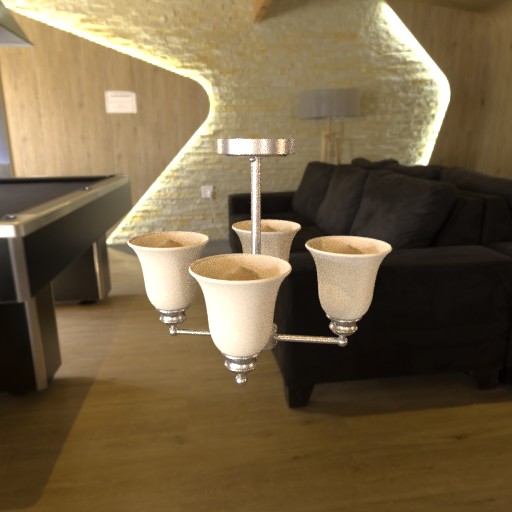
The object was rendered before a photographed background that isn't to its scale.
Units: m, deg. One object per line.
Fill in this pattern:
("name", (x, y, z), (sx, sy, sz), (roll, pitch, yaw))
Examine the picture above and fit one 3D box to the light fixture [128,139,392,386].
("light fixture", (0.000, 0.000, 0.727), (0.427, 0.370, 0.427), (2, 15, 8))
